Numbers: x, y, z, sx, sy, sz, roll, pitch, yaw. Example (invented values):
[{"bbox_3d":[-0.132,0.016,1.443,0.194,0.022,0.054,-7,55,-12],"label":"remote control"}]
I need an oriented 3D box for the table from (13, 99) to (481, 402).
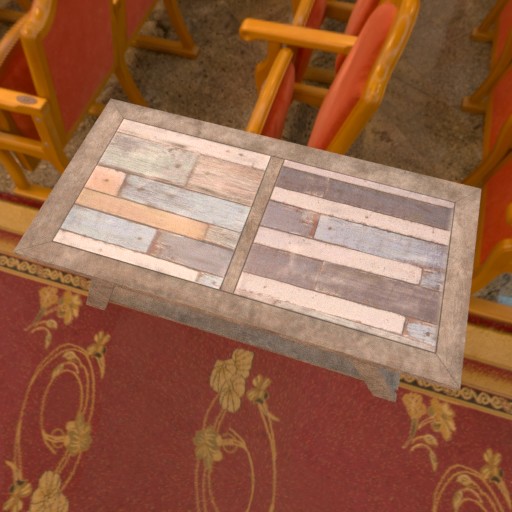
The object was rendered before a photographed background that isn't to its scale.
[{"bbox_3d":[0.000,0.000,1.484,1.219,0.470,0.610,16,64,8],"label":"table"}]
